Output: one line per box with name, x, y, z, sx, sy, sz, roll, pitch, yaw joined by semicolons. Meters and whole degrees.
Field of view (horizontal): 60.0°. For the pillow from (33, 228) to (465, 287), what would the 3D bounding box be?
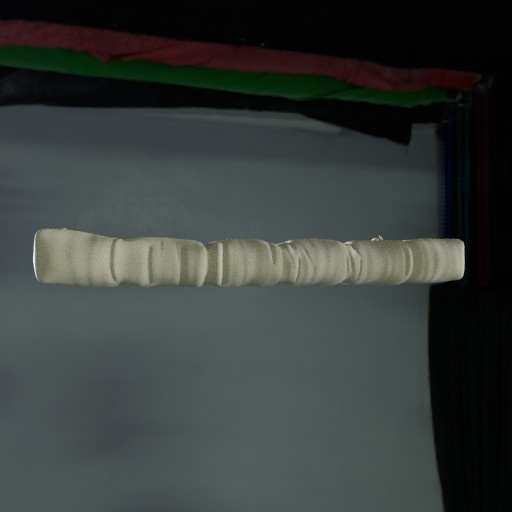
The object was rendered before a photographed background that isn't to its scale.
pillow;0.000;0.000;1.328;1.194;0.174;0.511;1;-2;-18
